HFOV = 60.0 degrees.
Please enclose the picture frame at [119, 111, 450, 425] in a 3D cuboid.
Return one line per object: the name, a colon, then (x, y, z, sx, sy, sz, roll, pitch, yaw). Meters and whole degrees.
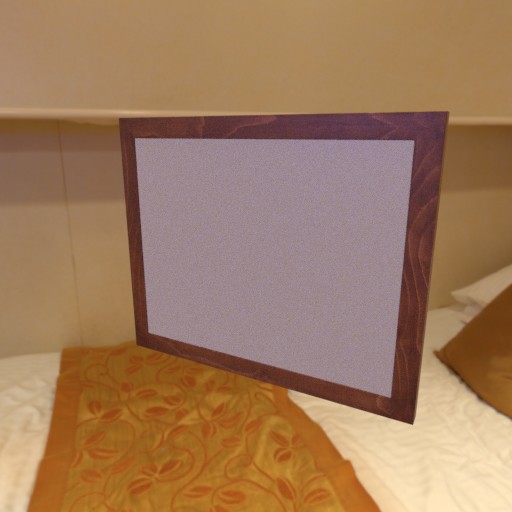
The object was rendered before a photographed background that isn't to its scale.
picture frame: (0.000, 0.000, 0.755, 0.559, 0.457, 0.025, 8, 17, 27)
